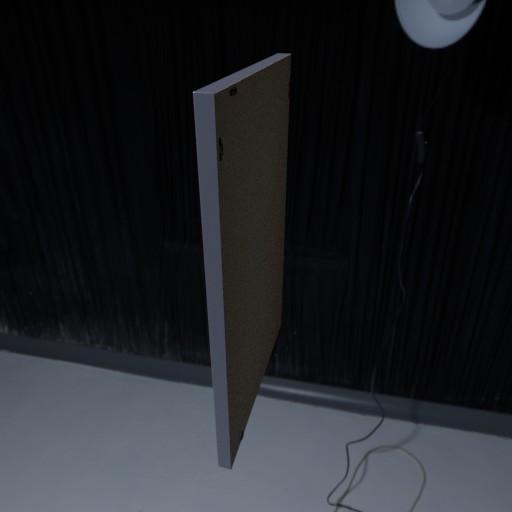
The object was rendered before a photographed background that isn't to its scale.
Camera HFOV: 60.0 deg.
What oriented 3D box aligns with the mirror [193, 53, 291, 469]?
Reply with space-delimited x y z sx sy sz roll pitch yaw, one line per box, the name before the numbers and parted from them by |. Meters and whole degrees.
mirror | 0.000 0.000 1.162 0.040 0.915 0.609 8 31 13
